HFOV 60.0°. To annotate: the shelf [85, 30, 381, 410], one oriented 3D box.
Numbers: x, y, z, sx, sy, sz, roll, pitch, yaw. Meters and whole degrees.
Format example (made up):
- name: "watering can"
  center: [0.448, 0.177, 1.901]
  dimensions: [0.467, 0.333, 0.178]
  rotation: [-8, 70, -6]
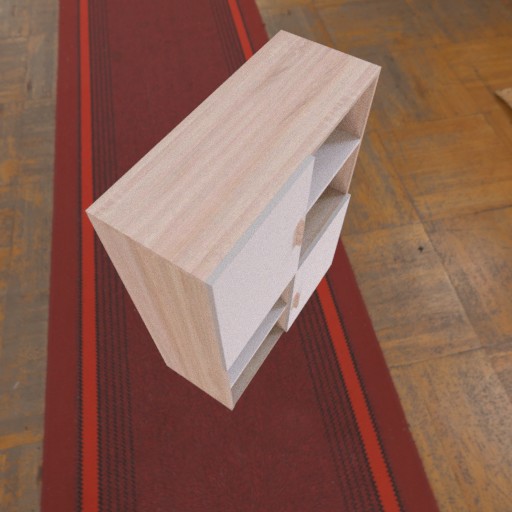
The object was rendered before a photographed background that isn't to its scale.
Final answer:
- name: "shelf"
  center: [0.000, 0.000, 1.926]
  dimensions: [0.434, 1.405, 0.995]
  rotation: [29, 62, 17]
